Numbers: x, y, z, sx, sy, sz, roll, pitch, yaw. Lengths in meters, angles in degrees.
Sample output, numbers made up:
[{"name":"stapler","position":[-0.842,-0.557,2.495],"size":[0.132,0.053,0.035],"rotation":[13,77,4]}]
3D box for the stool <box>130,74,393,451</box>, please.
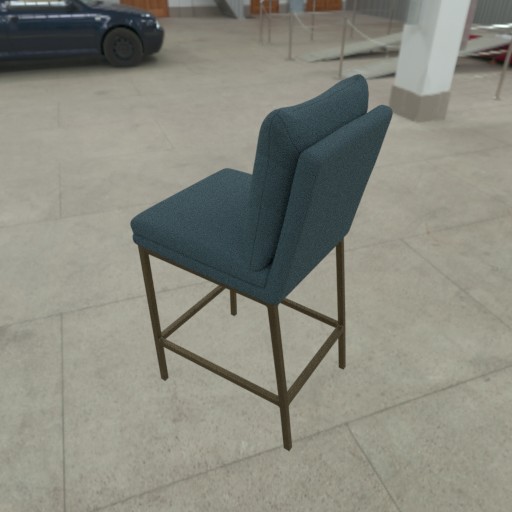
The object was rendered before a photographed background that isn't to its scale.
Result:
[{"name":"stool","position":[0.000,0.000,1.359],"size":[0.568,1.032,0.463],"rotation":[21,39,28]}]
